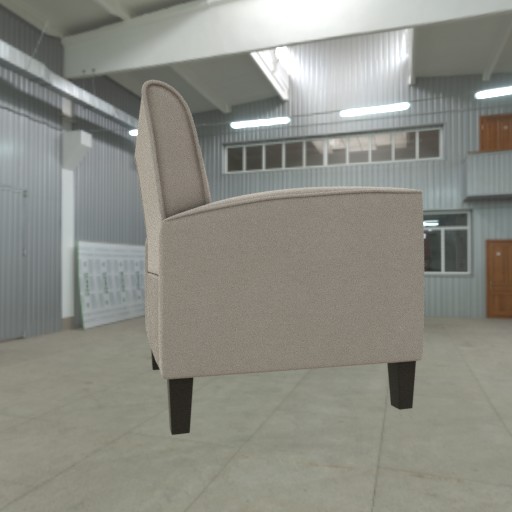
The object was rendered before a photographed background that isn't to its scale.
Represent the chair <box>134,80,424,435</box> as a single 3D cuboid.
[{"bbox_3d":[0.000,0.000,1.574,0.820,0.915,0.820,0,-1,-17],"label":"chair"}]
